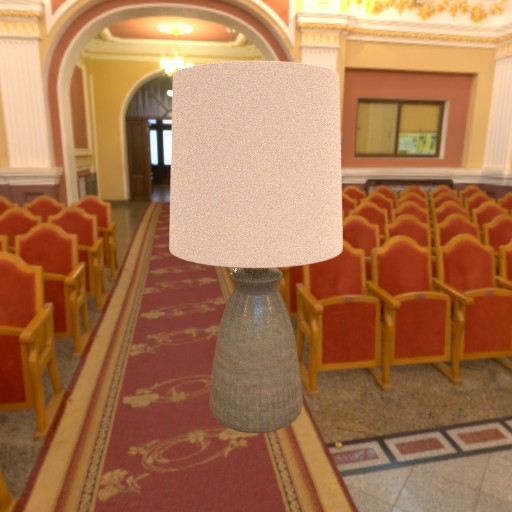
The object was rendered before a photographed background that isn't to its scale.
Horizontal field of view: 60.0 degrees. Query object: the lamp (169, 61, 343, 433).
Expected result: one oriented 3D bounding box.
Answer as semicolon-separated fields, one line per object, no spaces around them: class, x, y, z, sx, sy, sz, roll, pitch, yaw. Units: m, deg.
lamp;0.000;0.000;0.487;0.186;0.369;0.186;0;13;0
